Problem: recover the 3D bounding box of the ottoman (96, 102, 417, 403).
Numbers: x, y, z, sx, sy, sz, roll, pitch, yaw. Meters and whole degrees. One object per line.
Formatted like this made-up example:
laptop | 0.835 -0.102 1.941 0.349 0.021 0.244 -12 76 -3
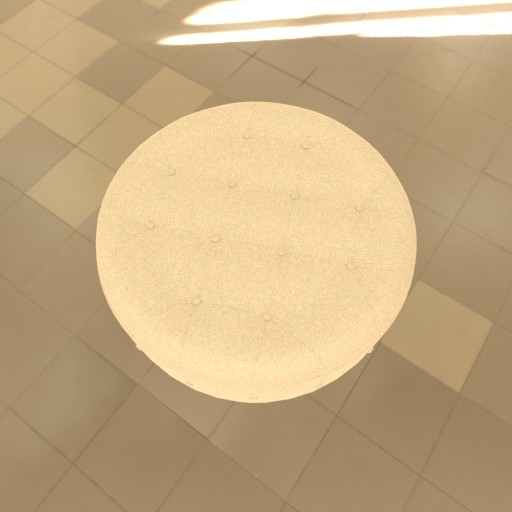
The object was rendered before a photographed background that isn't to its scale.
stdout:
ottoman | 0.000 0.000 1.342 0.848 0.494 0.848 0 64 0
